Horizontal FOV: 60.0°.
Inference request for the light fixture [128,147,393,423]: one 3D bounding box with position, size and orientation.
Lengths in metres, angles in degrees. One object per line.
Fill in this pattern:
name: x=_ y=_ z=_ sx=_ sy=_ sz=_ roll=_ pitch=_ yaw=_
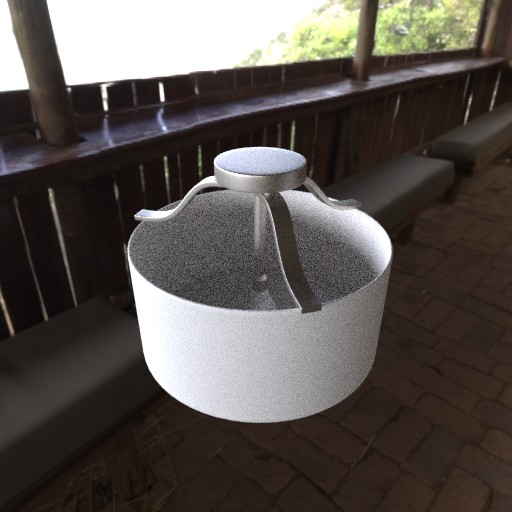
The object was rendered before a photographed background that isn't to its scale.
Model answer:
light fixture: x=0.000 y=0.000 z=0.679 sx=0.395 sy=0.304 sz=0.395 roll=0 pitch=30 yaw=0
